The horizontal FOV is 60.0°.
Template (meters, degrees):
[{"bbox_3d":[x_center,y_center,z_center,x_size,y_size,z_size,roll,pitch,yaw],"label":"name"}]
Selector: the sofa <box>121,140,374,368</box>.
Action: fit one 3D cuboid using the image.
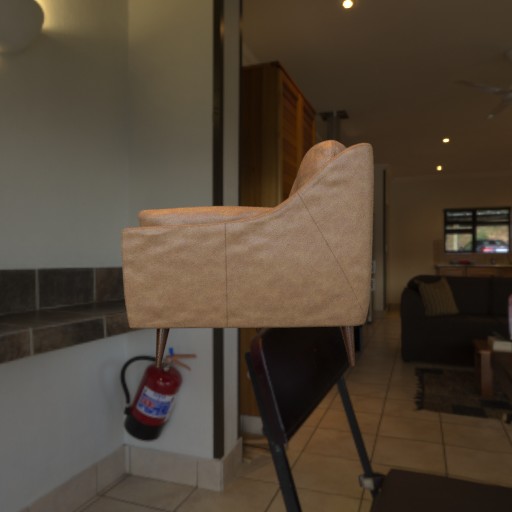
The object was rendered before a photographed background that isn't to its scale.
[{"bbox_3d":[0.000,0.000,2.405,0.904,0.839,1.902,0,-1,2],"label":"sofa"}]
